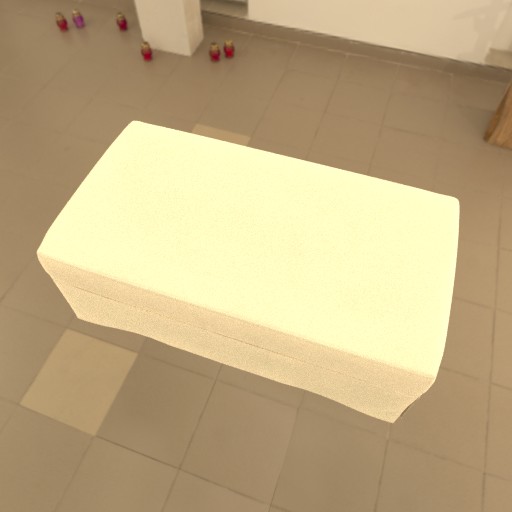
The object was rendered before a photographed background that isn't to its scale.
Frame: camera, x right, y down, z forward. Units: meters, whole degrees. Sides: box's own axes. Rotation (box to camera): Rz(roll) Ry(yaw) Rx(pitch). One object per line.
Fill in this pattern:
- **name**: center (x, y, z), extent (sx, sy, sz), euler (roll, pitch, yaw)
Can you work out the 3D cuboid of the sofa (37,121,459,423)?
- **sofa**: center (0.000, 0.000, 2.087), extent (1.677, 0.552, 0.939), euler (16, 58, 10)
